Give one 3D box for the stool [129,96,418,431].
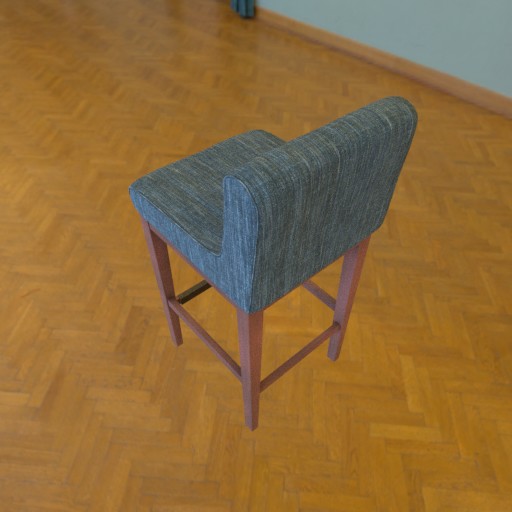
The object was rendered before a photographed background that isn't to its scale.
[{"bbox_3d":[0.000,0.000,1.093,0.395,0.835,0.459,-31,52,-28],"label":"stool"}]
